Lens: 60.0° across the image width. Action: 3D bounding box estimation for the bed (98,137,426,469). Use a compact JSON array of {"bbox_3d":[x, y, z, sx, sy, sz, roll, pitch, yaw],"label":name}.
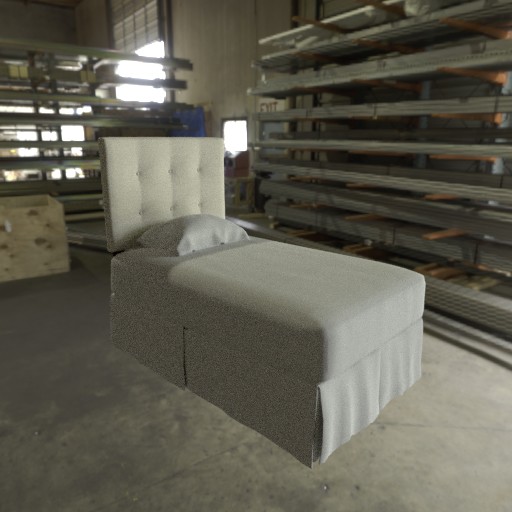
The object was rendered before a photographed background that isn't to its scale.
[{"bbox_3d":[0.000,0.000,3.024,1.997,1.571,1.261,13,20,41],"label":"bed"}]
